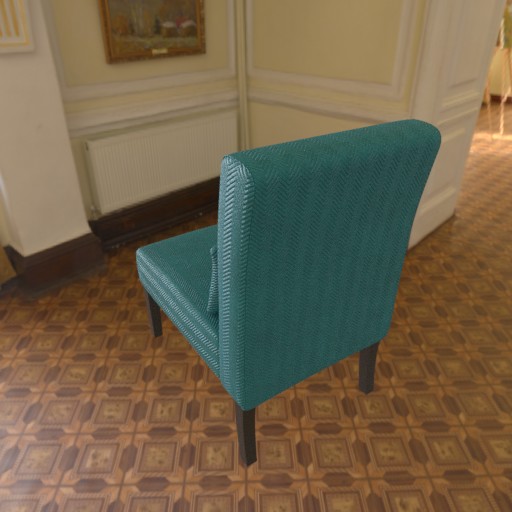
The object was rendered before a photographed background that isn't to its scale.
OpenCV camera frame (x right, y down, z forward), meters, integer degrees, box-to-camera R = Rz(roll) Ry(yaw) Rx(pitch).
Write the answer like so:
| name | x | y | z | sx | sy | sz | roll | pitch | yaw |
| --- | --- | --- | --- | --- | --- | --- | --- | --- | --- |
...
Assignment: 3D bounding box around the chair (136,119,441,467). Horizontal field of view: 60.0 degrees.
| name | x | y | z | sx | sy | sz | roll | pitch | yaw |
| --- | --- | --- | --- | --- | --- | --- | --- | --- | --- |
| chair | 0.000 | 0.000 | 1.443 | 0.579 | 0.927 | 0.808 | -19 | 35 | -29 |
